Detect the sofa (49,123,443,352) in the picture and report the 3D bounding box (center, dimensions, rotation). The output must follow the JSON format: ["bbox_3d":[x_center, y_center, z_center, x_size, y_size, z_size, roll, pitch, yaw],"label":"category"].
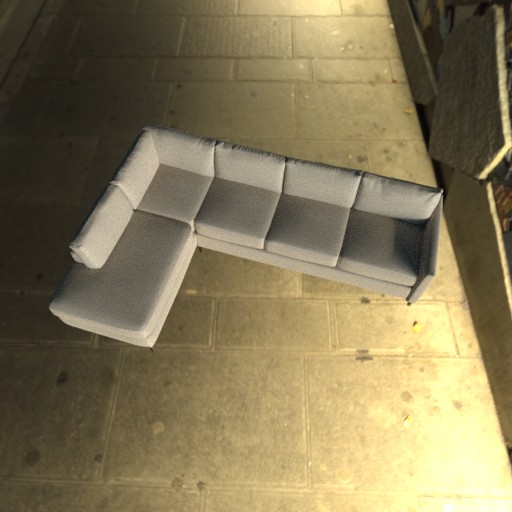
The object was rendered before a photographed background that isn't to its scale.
[{"bbox_3d":[0.000,0.000,3.163,2.423,0.703,1.617,14,59,9],"label":"sofa"}]
